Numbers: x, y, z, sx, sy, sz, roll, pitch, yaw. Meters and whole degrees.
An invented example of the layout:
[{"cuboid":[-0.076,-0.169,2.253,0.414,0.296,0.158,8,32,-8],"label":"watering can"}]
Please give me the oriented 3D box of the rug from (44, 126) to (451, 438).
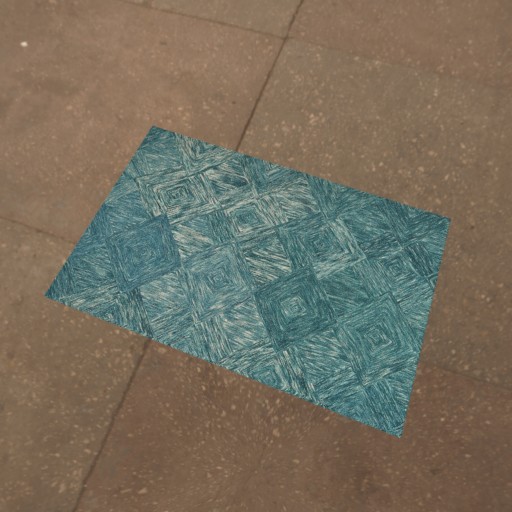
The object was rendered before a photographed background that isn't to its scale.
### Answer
[{"cuboid":[0.000,0.000,2.905,2.277,0.015,1.490,19,66,9],"label":"rug"}]
